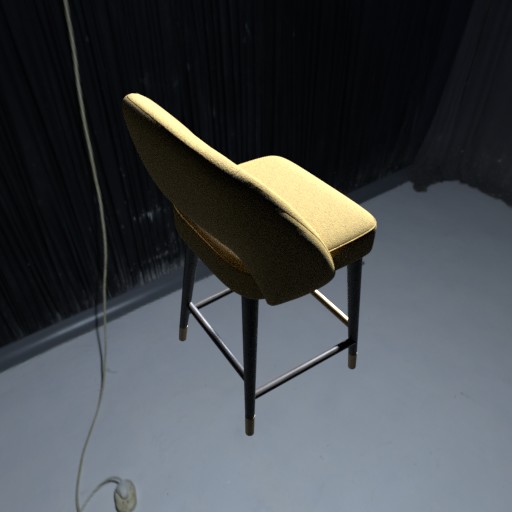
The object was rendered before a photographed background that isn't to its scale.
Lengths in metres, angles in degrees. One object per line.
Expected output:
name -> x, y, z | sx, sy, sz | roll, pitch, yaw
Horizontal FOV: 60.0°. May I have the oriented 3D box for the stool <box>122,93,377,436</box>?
stool -> 0.000, 0.000, 1.249 | 0.522, 0.939, 0.536 | -24, 46, -26
